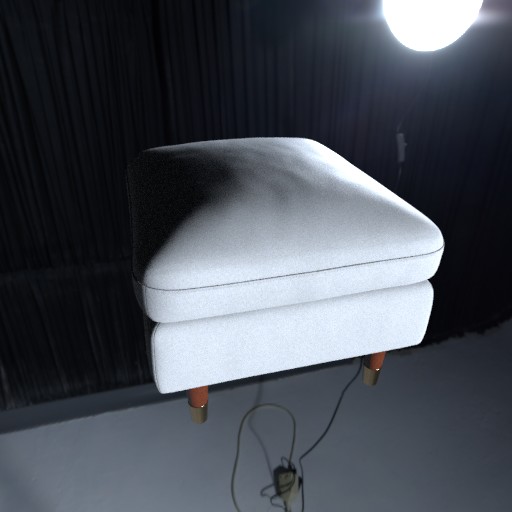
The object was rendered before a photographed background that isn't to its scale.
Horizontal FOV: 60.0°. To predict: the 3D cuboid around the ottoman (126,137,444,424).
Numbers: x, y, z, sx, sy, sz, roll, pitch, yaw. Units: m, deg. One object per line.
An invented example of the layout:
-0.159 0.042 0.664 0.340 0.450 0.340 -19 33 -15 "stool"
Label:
0.000 0.000 1.132 0.593 0.478 0.747 -8 30 -14 "ottoman"
